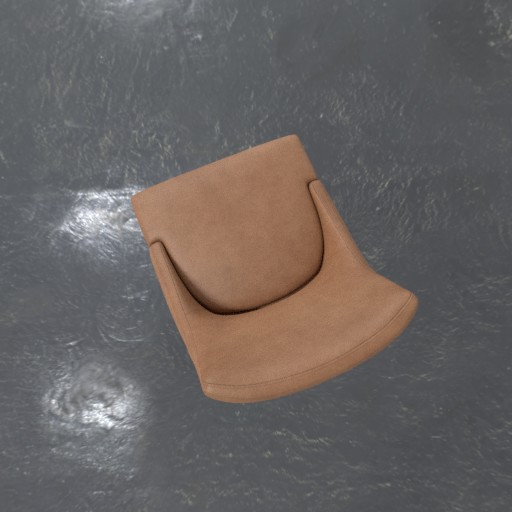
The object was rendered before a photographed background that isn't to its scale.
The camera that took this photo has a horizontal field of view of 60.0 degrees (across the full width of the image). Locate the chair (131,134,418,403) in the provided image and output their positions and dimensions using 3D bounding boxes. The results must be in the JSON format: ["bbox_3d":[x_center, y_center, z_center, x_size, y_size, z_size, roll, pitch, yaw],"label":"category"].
[{"bbox_3d":[0.000,0.000,1.522,0.701,0.909,0.861,-22,77,-5],"label":"chair"}]
